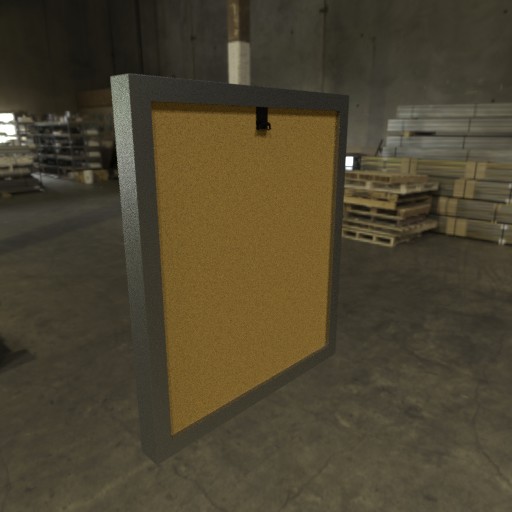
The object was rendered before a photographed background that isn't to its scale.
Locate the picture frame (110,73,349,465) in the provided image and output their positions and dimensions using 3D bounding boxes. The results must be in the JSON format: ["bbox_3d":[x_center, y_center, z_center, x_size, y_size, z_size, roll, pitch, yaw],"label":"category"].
[{"bbox_3d":[0.000,0.000,1.359,0.073,0.968,0.839,15,22,41],"label":"picture frame"}]
